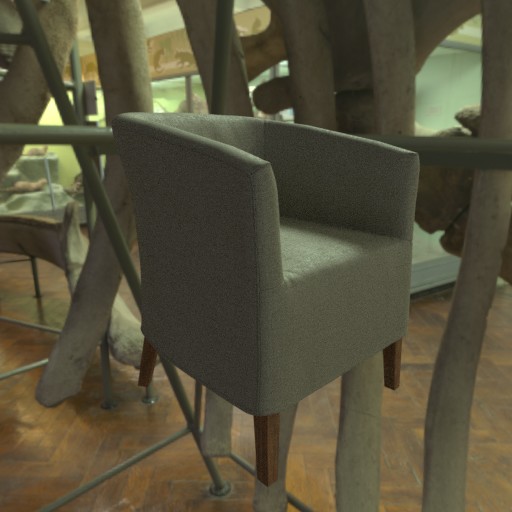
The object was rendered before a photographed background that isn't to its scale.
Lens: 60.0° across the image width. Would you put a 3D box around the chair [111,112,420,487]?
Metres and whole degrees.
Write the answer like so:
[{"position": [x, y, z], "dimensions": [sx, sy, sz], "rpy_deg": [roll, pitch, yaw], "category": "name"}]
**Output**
[{"position": [0.000, 0.000, 1.225], "dimensions": [0.600, 0.771, 0.668], "rpy_deg": [-15, 21, -42], "category": "chair"}]
